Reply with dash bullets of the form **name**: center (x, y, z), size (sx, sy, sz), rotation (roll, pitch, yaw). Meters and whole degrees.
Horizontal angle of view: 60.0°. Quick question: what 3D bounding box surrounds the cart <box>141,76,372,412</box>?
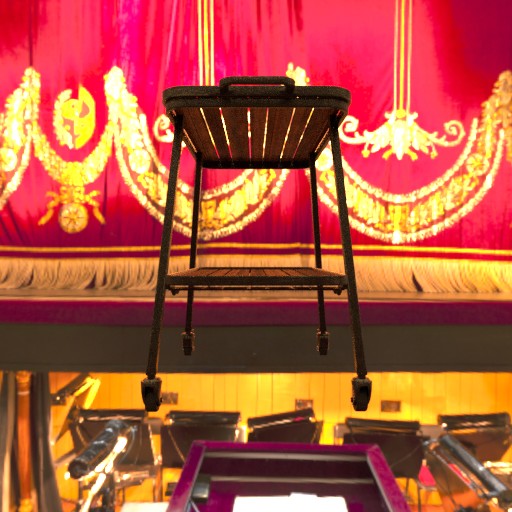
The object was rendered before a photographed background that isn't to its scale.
- **cart**: center (0.000, 0.000, 1.251), size (0.515, 0.700, 0.806), rotation (0, 0, 0)
